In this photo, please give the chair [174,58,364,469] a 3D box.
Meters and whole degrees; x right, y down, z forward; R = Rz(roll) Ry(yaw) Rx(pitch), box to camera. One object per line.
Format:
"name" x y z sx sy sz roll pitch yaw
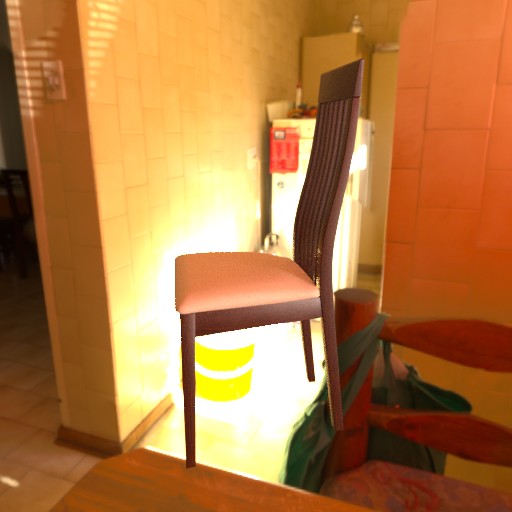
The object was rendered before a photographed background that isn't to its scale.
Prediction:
"chair" 0.000 0.000 1.284 0.474 1.027 0.460 -3 16 -10
